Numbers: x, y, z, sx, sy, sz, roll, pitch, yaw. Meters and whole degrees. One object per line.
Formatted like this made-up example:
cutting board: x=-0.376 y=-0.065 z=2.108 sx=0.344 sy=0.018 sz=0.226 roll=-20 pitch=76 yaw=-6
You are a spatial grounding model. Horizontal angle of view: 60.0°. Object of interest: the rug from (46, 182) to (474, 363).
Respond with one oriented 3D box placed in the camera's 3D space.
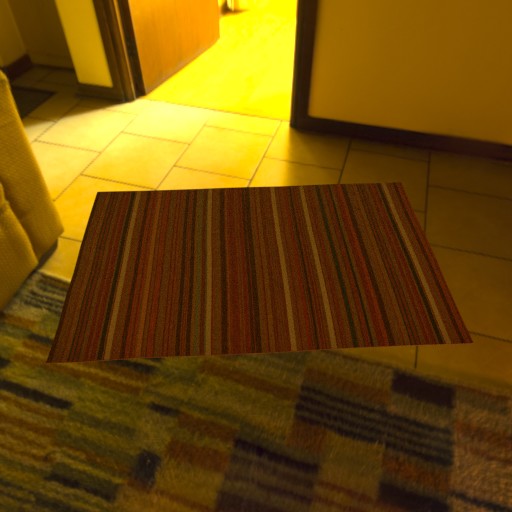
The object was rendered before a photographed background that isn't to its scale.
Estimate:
rug: x=0.000 y=0.000 z=3.029 sx=2.438 sy=0.008 sz=1.523 roll=-2 pitch=47 yaw=-2
